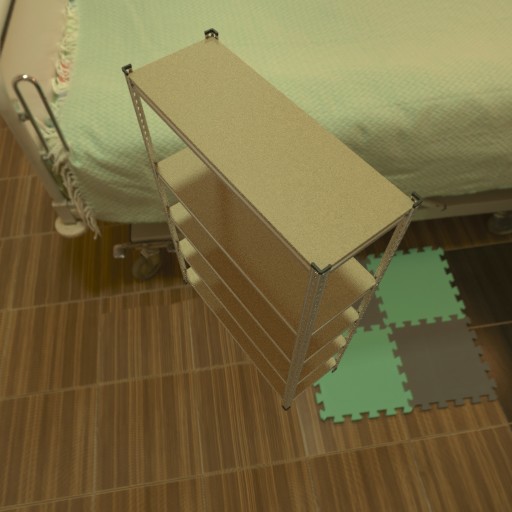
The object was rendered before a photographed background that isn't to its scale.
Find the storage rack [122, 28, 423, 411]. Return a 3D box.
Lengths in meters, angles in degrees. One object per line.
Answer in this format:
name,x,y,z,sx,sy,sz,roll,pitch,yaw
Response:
storage rack,0.000,0.000,2.411,0.457,1.829,1.219,-33,64,-19
